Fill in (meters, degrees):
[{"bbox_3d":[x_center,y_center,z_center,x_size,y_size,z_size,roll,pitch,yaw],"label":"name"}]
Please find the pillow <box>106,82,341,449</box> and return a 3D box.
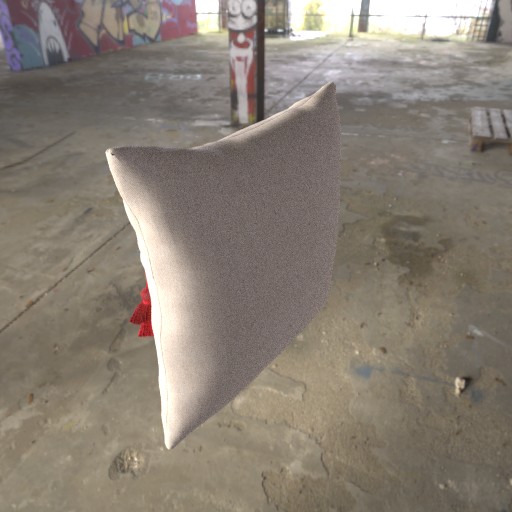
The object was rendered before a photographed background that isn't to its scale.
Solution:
[{"bbox_3d":[0.000,0.000,0.670,0.173,0.436,0.433,22,38,31],"label":"pillow"}]
